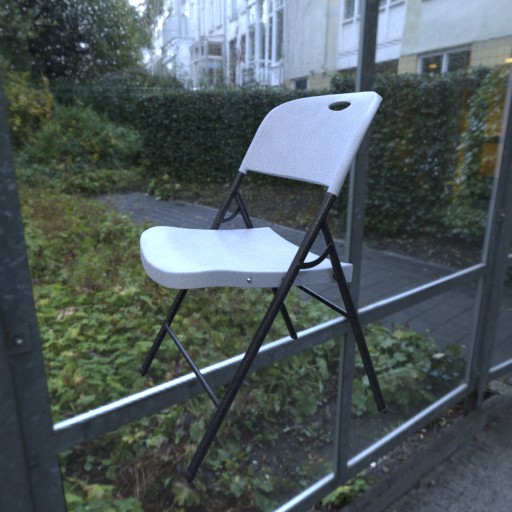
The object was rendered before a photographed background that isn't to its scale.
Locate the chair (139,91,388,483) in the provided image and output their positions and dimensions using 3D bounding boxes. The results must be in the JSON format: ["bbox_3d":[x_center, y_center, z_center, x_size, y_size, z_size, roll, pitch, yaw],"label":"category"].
[{"bbox_3d":[0.000,0.000,1.155,0.566,0.810,0.494,-8,19,-25],"label":"chair"}]
